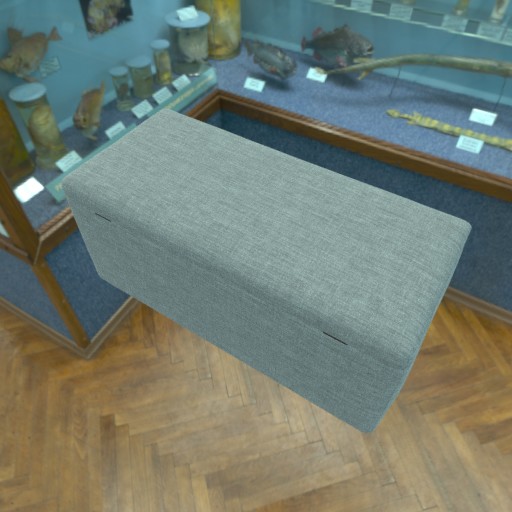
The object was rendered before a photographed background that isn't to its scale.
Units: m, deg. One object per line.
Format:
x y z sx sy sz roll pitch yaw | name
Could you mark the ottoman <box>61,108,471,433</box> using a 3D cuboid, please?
0.000 0.000 1.159 0.902 0.432 0.419 26 54 21 | ottoman
